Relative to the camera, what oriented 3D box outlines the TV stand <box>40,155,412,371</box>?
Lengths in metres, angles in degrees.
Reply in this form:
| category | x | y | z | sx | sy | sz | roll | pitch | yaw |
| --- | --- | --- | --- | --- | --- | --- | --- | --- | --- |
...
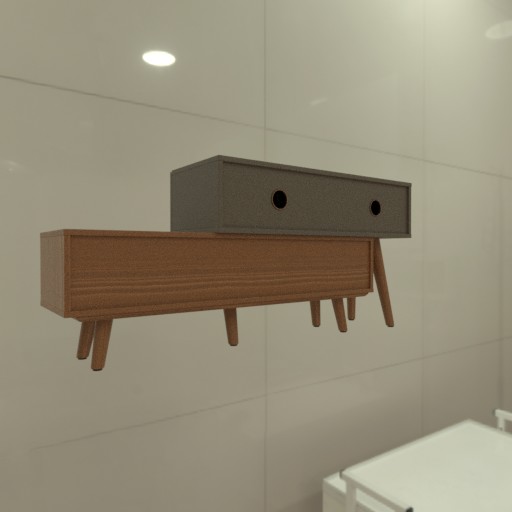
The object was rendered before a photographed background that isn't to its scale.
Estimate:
| category | x | y | z | sx | sy | sz | roll | pitch | yaw |
| --- | --- | --- | --- | --- | --- | --- | --- | --- | --- |
| TV stand | 0.000 | 0.000 | 1.560 | 1.336 | 0.591 | 0.329 | -1 | 1 | -36 |
